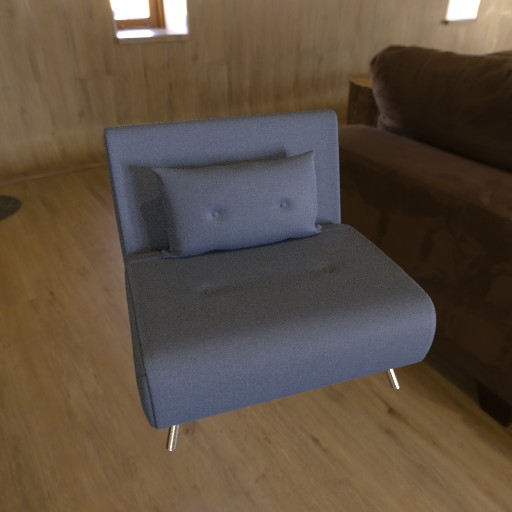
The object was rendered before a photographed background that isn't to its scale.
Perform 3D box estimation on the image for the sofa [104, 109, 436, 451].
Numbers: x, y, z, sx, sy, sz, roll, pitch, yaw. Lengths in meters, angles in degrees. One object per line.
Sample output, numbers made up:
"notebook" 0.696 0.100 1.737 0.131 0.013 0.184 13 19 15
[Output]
"sofa" 0.000 0.000 1.712 0.999 0.860 0.996 -10 33 -15
